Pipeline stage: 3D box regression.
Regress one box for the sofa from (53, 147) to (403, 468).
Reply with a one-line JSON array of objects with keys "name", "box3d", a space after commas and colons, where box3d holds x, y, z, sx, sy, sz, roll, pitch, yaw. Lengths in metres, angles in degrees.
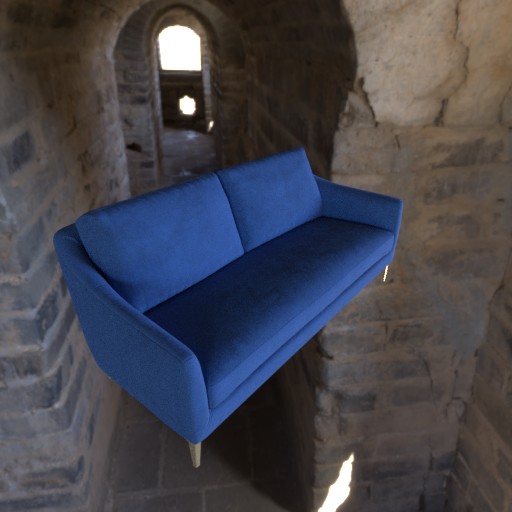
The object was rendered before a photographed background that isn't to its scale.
[{"name": "sofa", "box3d": [0.000, 0.000, 2.519, 0.960, 0.903, 2.036, 18, 32, 33]}]
